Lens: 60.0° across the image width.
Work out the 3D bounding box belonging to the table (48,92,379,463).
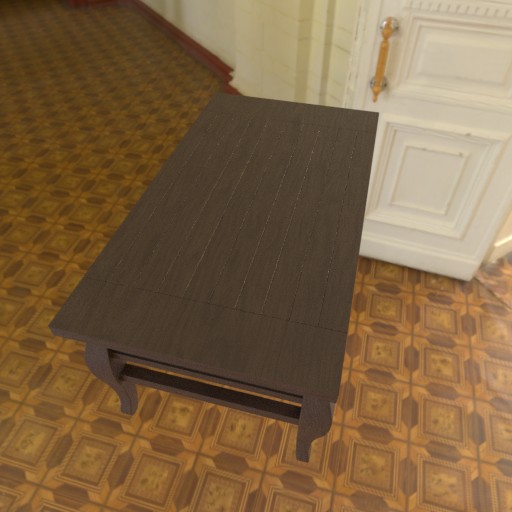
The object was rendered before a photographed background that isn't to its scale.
[{"bbox_3d":[0.000,0.000,1.372,0.600,0.494,1.062,11,47,10],"label":"table"}]
